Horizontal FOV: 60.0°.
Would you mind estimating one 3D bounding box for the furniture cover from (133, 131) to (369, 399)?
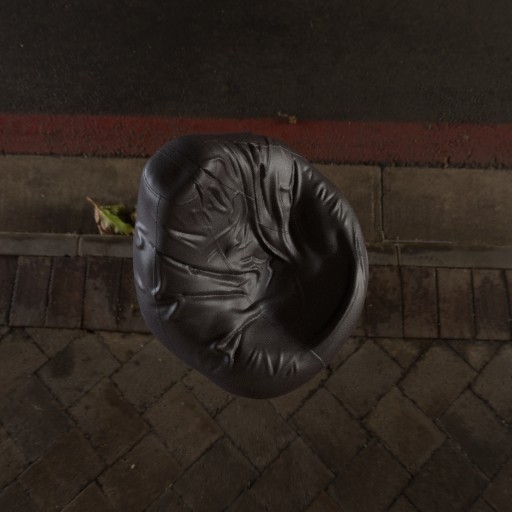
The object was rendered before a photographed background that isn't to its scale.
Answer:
[{"bbox_3d":[0.000,0.000,1.882,1.070,0.990,1.070,33,77,9],"label":"furniture cover"}]
